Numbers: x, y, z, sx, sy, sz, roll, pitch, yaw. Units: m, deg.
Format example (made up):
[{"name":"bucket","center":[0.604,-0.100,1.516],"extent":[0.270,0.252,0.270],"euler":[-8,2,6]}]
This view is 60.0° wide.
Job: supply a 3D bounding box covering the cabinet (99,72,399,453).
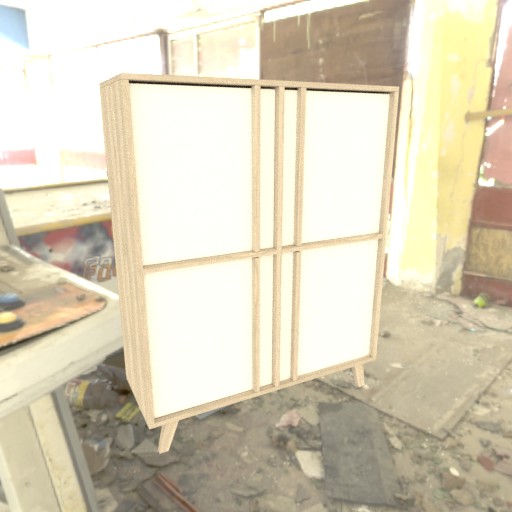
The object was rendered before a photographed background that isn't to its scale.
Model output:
[{"name":"cabinet","center":[0.000,0.000,1.922],"extent":[1.111,1.388,0.398],"euler":[-8,18,-26]}]
